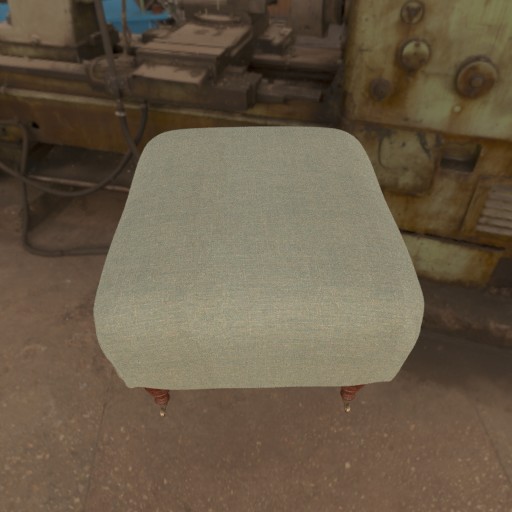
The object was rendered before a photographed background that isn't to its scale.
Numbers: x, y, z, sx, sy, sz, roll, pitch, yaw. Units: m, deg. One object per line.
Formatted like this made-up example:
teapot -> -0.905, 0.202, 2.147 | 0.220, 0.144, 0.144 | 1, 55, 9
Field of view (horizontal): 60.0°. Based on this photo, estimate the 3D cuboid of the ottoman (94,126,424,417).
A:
ottoman -> 0.000, 0.000, 1.129 | 0.622, 0.450, 0.747 | -1, 42, -1
